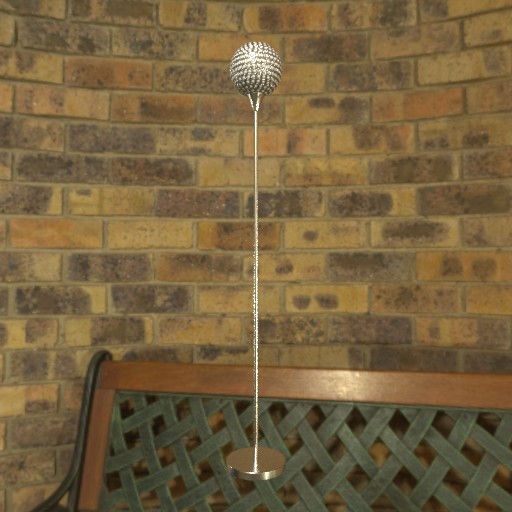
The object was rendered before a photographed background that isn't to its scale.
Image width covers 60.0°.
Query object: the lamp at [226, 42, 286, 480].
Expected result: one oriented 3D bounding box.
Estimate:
[{"bbox_3d":[0.000,0.000,1.918,0.254,1.805,0.254,0,-1,0],"label":"lamp"}]
